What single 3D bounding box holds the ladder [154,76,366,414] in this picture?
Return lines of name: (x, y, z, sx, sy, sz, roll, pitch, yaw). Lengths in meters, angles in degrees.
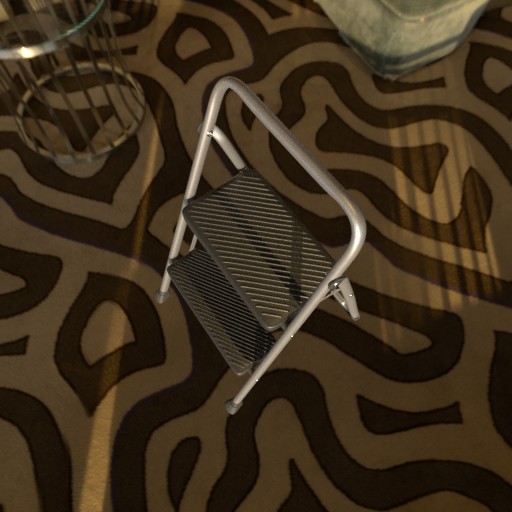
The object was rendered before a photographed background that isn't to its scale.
ladder: (0.000, 0.000, 1.015, 0.472, 0.720, 0.430, -33, 69, -14)
